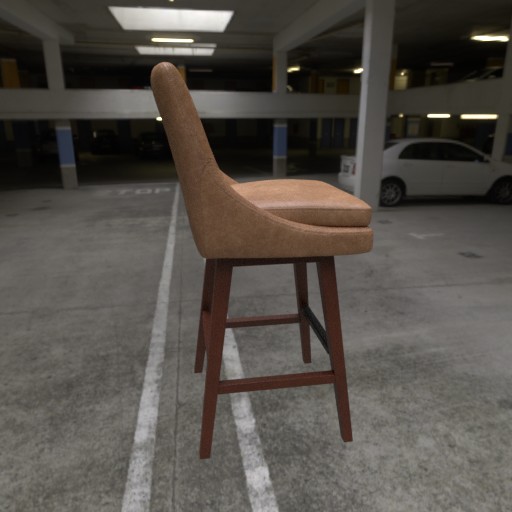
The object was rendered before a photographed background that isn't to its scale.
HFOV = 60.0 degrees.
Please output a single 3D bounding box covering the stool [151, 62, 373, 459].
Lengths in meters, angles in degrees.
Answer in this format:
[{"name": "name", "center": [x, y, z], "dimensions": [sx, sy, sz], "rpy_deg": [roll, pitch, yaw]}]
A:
[{"name": "stool", "center": [0.000, 0.000, 1.394], "dimensions": [0.572, 1.079, 0.487], "rpy_deg": [-3, 18, -9]}]
